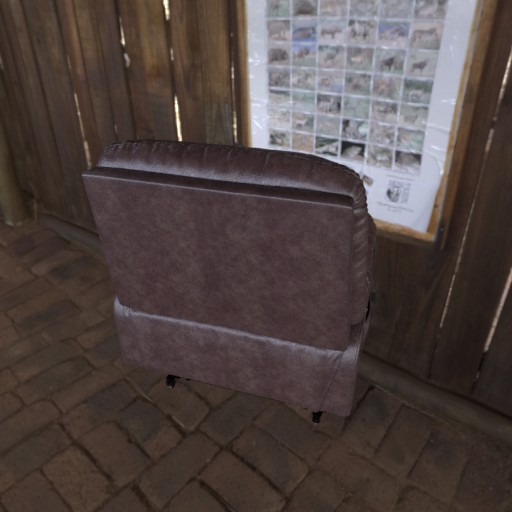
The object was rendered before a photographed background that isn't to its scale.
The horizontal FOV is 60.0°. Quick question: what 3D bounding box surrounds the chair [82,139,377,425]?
[{"bbox_3d":[0.000,0.000,1.760,0.940,1.041,0.879,9,31,15],"label":"chair"}]
